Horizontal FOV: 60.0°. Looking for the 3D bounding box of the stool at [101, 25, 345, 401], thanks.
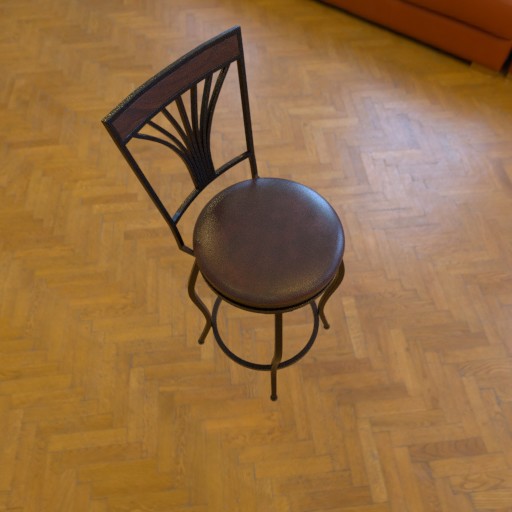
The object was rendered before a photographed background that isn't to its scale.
[{"bbox_3d":[0.000,0.000,1.377,0.514,1.117,0.433,33,63,19],"label":"stool"}]
